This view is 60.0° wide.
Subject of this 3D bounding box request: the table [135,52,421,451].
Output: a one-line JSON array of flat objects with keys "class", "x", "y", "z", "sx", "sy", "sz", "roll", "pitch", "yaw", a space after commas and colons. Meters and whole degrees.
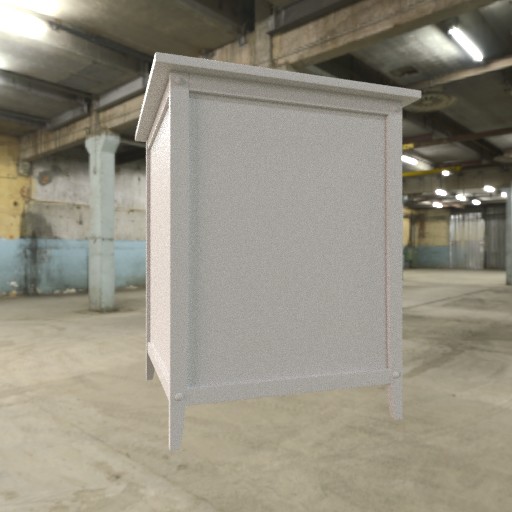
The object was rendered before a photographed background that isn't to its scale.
[{"class": "table", "x": 0.000, "y": 0.000, "z": 0.765, "sx": 0.381, "sy": 0.483, "sz": 0.381, "roll": 0, "pitch": 0, "yaw": -19}]
